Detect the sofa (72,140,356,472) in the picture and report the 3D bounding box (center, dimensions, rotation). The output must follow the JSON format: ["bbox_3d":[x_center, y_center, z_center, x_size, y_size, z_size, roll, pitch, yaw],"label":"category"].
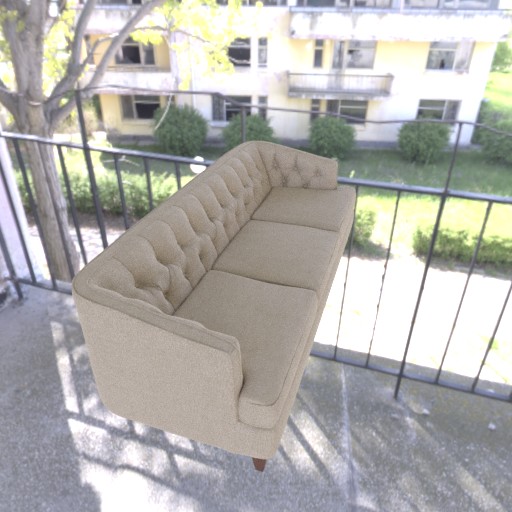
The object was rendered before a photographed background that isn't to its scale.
[{"bbox_3d":[0.000,0.000,2.650,0.913,0.788,2.235,10,32,16],"label":"sofa"}]
